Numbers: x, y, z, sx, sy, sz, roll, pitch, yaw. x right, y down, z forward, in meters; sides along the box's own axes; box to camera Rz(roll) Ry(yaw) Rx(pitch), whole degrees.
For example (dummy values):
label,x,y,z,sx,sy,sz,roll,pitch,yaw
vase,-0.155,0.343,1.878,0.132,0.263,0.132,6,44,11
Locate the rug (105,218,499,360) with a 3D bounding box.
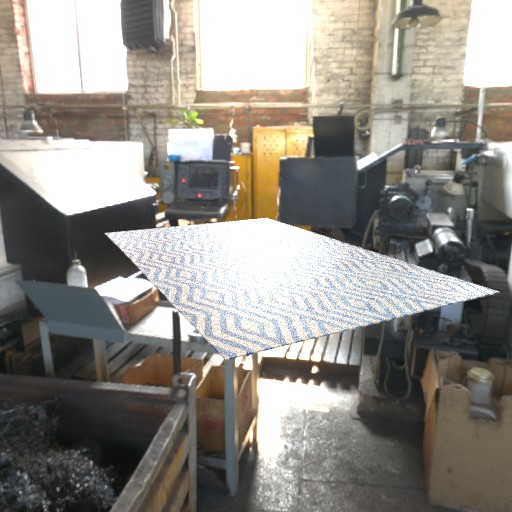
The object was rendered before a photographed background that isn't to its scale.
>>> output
label,x,y,z,sx,sy,sz,roll,pitch,yaw
rug,0.000,0.000,2.955,1.531,0.008,2.439,-8,17,-27
